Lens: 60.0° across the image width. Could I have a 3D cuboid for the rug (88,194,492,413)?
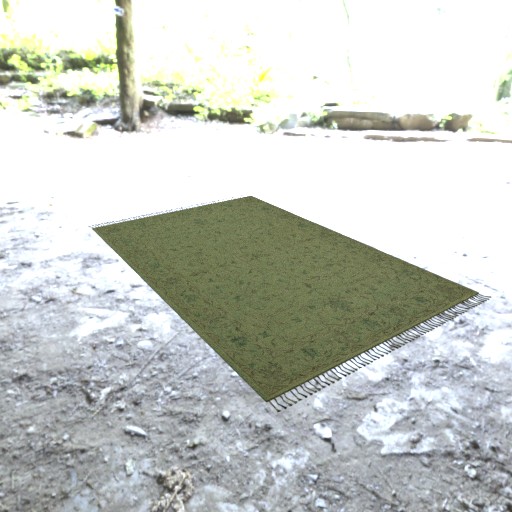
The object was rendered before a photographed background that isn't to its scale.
[{"bbox_3d":[0.000,0.000,2.984,1.544,0.010,2.435,-16,29,-31],"label":"rug"}]
